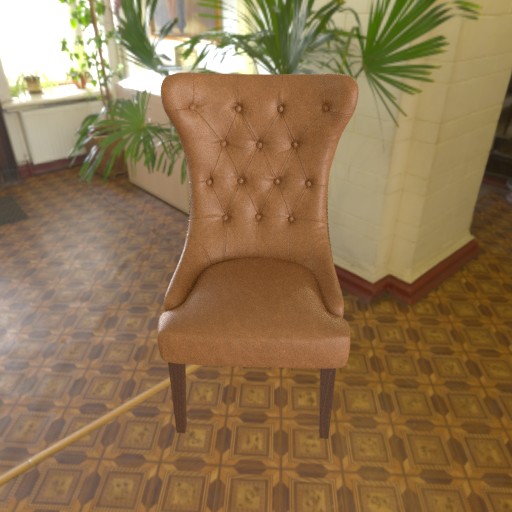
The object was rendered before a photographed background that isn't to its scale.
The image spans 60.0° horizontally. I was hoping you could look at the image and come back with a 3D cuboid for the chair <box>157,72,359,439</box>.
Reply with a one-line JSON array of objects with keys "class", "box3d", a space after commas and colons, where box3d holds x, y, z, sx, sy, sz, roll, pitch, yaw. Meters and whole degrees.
[{"class": "chair", "box3d": [0.000, 0.000, 1.466, 0.611, 1.065, 0.669, 1, 31, 2]}]
